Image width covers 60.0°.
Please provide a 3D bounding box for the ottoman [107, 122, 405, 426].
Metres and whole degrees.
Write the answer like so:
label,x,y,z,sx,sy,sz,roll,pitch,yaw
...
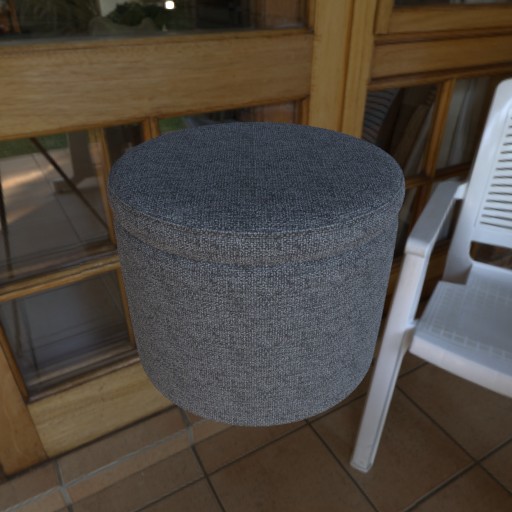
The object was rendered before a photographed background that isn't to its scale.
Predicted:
label,x,y,z,sx,sy,sz,roll,pitch,yaw
ottoman,0.000,0.000,0.893,0.520,0.430,0.520,0,32,0
